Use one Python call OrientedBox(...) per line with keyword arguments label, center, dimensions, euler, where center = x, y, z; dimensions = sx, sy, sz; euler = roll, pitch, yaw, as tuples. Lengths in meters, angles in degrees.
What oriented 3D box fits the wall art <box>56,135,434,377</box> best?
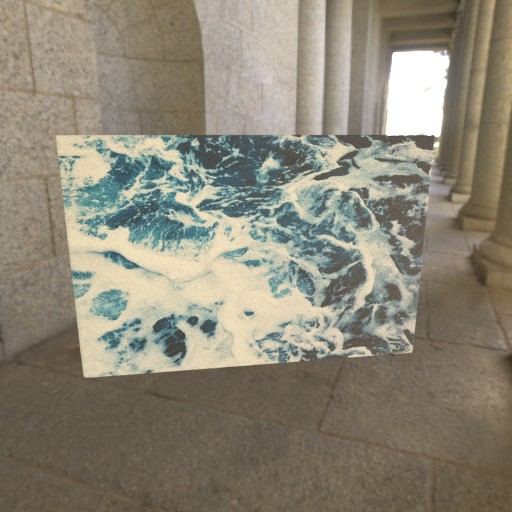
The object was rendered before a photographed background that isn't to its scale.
OrientedBox(label="wall art", center=(0.000, 0.000, 1.159), dimensions=(0.915, 0.610, 0.042), euler=(-2, 16, -9))
